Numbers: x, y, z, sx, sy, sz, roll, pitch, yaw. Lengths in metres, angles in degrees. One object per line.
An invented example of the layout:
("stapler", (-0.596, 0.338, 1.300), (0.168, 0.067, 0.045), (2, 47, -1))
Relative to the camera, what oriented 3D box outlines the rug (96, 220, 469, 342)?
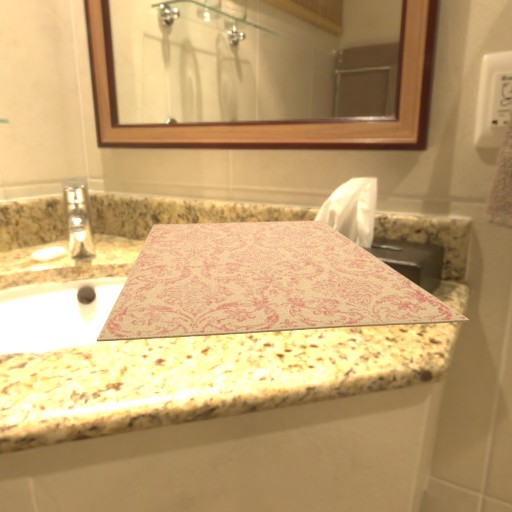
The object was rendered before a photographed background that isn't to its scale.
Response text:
("rug", (0.000, 0.000, 3.434), (1.819, 0.018, 2.746), (-2, 15, -7))
